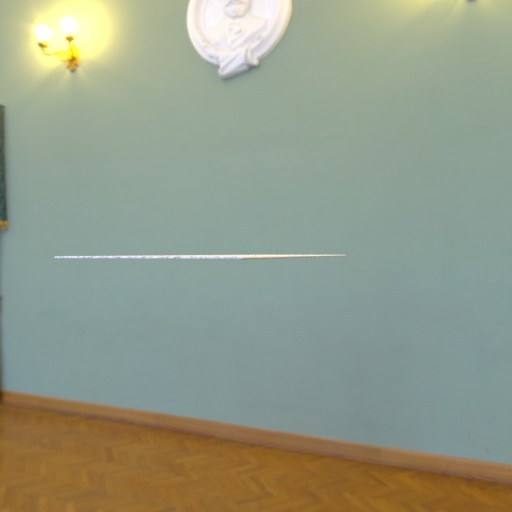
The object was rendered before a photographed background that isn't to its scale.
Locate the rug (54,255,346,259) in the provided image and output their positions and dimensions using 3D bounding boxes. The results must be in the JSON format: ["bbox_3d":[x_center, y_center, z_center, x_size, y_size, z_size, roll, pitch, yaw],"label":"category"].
[{"bbox_3d":[0.000,0.000,2.672,0.750,0.009,2.435,0,0,19],"label":"rug"}]
